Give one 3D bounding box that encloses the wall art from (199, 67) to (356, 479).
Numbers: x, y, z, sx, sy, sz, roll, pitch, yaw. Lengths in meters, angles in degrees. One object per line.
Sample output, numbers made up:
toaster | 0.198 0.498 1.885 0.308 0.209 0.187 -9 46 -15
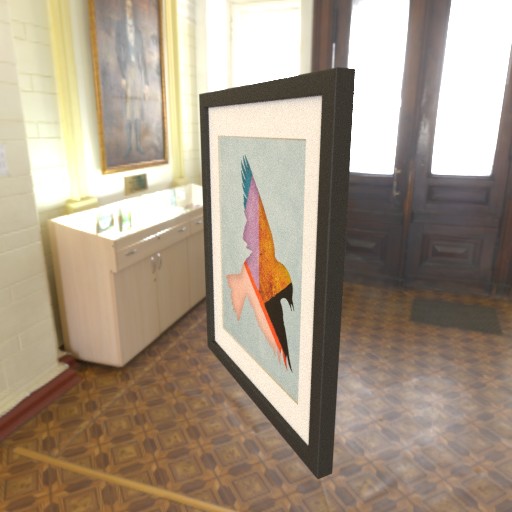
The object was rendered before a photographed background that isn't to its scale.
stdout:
wall art | 0.000 0.000 0.771 0.028 0.558 0.457 -8 18 -25
